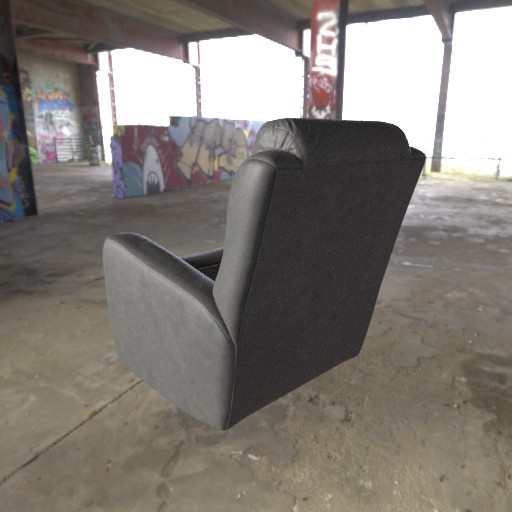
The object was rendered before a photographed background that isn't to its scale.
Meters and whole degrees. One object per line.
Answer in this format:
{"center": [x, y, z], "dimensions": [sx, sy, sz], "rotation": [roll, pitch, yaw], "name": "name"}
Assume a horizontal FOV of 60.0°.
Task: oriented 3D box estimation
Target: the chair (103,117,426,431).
{"center": [0.000, 0.000, 1.919], "dimensions": [0.967, 1.116, 1.068], "rotation": [-14, 21, -41], "name": "chair"}
